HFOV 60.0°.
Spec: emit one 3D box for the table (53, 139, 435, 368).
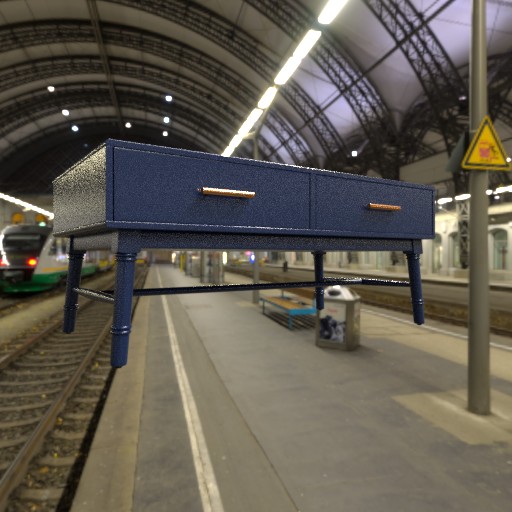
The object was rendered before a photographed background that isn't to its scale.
[{"bbox_3d":[0.000,0.000,1.377,1.067,0.457,0.572,0,0,-34],"label":"table"}]
